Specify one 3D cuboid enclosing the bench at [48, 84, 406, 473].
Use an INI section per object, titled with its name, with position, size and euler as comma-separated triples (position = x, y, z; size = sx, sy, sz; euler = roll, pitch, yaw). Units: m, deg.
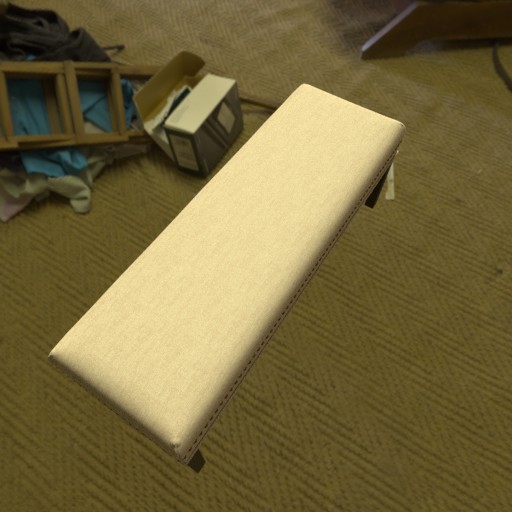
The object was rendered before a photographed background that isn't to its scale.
[bench]
position = 0.000, 0.000, 1.418
size = 0.410, 0.457, 1.219
euler = 29, 63, 17
